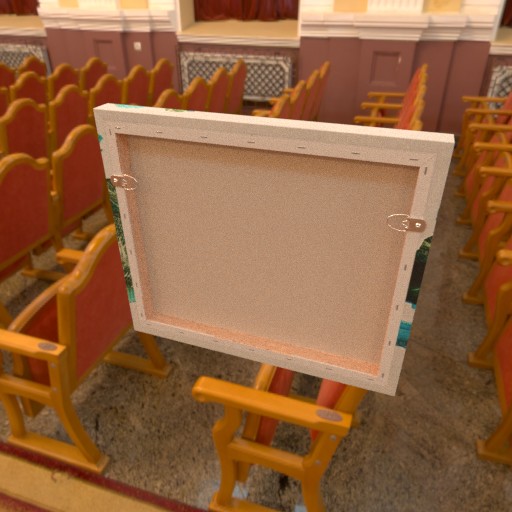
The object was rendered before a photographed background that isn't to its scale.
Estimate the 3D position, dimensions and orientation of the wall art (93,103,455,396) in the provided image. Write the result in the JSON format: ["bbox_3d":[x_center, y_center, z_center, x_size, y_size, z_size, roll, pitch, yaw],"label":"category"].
[{"bbox_3d":[0.000,0.000,0.720,0.507,0.435,0.041,10,33,16],"label":"wall art"}]
